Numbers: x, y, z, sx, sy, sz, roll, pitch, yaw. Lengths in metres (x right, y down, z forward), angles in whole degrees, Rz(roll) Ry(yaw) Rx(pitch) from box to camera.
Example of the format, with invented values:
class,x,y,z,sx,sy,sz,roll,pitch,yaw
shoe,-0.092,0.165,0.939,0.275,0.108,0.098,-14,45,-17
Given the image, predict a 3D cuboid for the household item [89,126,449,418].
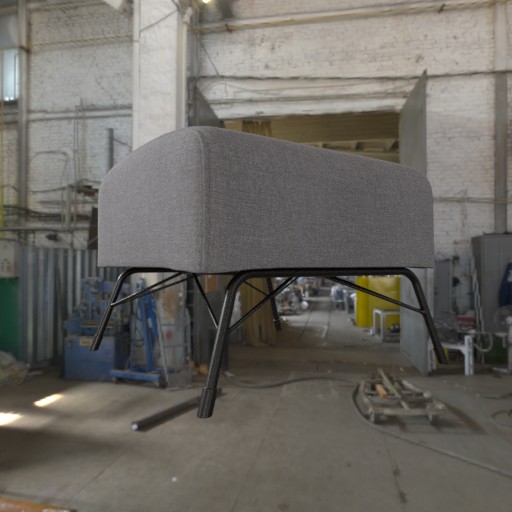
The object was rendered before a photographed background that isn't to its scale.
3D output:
class,x,y,z,sx,sy,sz,roll,pitch,yaw
household item,0.000,0.000,0.909,0.530,0.410,0.530,1,-1,-35
